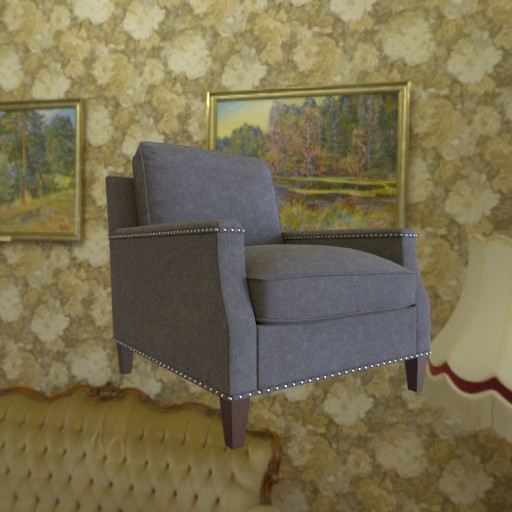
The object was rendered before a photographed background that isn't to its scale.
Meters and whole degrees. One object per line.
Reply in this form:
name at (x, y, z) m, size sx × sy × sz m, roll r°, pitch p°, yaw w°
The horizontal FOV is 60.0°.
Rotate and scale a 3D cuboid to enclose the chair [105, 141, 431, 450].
chair at (0.000, 0.000, 1.702) m, size 0.853 × 0.948 × 1.014 m, roll -1°, pitch 1°, yaw -36°
